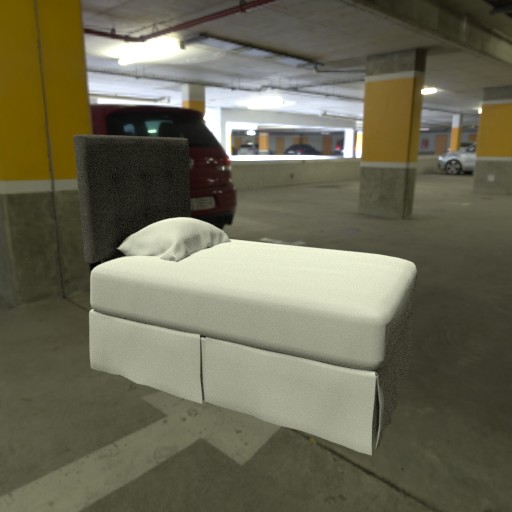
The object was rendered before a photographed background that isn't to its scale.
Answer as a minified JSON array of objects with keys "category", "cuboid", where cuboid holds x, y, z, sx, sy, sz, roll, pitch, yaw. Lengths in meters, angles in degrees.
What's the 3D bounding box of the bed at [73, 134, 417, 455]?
[{"category":"bed","cuboid":[0.000,0.000,2.969,1.997,1.571,1.261,7,15,26]}]
